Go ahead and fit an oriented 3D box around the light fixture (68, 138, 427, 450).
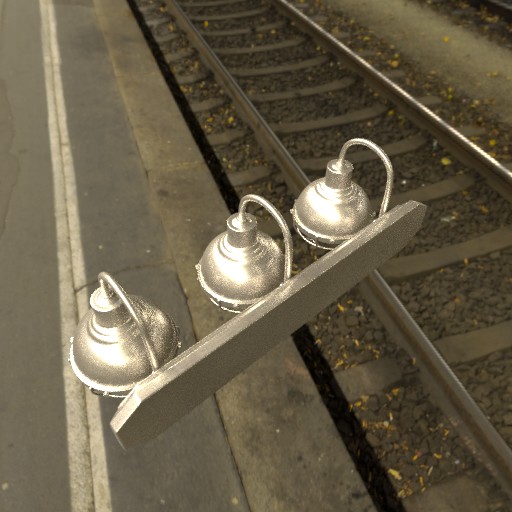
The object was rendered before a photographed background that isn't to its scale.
[{"bbox_3d":[0.000,0.000,0.726,0.634,0.254,0.229,-32,54,-27],"label":"light fixture"}]
